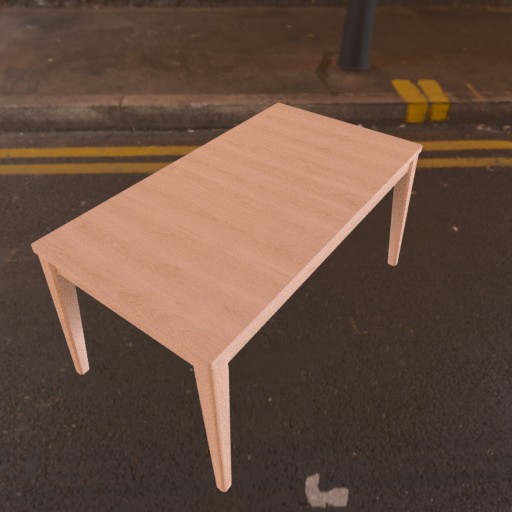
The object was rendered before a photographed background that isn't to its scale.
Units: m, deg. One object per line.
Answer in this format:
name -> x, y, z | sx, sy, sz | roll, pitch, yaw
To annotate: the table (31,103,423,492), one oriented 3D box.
table -> 0.000, 0.000, 2.085 | 0.900, 0.760, 1.600 | 26, 48, 27
